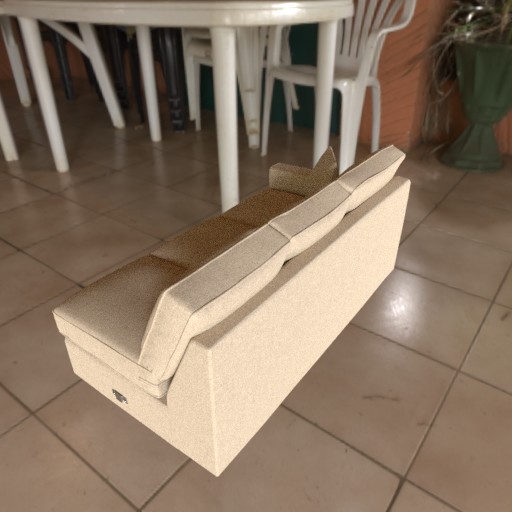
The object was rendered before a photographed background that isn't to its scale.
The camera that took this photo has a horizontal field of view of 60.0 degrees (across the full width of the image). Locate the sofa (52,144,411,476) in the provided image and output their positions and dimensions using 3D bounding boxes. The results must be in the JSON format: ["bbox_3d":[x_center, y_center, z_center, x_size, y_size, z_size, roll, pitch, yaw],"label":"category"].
[{"bbox_3d":[0.000,0.000,2.513,1.034,0.946,1.962,21,37,30],"label":"sofa"}]
